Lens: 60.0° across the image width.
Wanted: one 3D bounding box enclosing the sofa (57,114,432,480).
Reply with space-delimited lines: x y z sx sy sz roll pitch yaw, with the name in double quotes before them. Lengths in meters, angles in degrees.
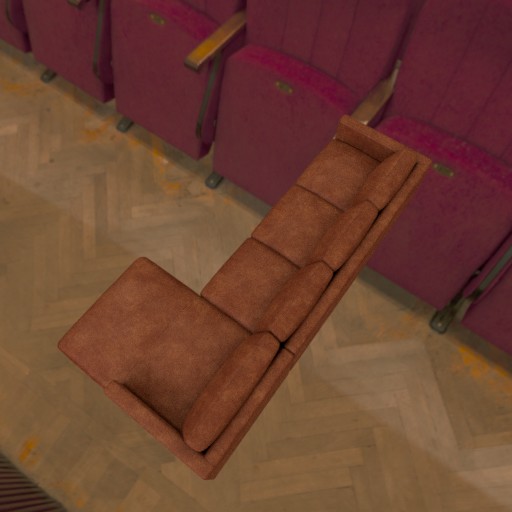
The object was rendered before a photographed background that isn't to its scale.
"sofa" 0.000 0.000 3.870 1.581 0.883 3.203 34 68 15
